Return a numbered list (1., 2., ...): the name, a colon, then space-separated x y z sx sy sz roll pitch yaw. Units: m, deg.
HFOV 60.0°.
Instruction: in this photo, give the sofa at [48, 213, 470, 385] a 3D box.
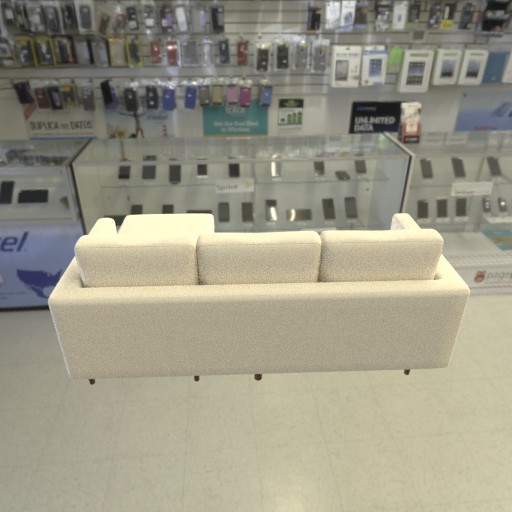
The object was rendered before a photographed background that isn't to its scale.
1. sofa: 0.000 0.000 2.881 2.029 0.899 1.580 -1 30 -2
